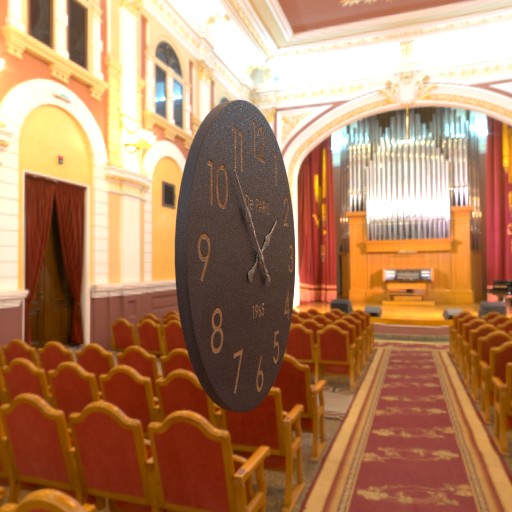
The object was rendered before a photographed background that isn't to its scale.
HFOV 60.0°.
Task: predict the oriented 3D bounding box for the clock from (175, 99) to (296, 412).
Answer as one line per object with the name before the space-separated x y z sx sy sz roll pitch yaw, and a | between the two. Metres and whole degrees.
clock | 0.000 0.000 0.890 0.029 0.595 0.595 -1 -2 20
